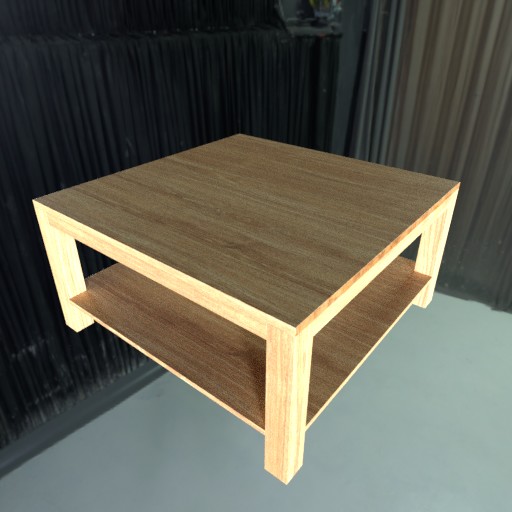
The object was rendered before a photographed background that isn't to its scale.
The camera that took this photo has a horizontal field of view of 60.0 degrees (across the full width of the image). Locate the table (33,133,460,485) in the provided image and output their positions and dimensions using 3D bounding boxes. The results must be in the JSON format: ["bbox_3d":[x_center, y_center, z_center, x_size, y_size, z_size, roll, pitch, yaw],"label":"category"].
[{"bbox_3d":[0.000,0.000,1.426,0.900,0.450,0.900,22,37,33],"label":"table"}]
